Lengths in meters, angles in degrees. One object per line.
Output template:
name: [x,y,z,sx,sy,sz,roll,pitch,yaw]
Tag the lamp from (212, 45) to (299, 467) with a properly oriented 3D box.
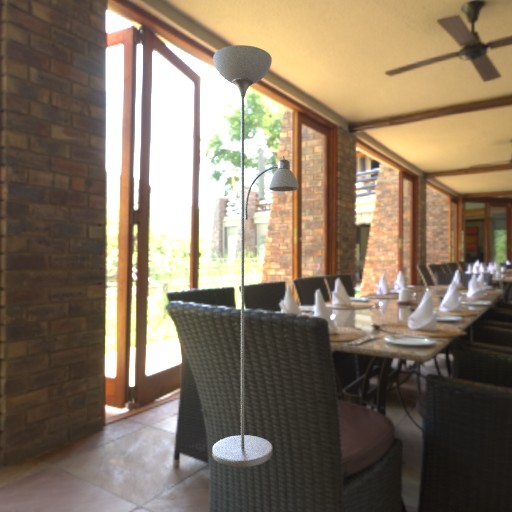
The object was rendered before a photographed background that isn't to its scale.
lamp: [0.000,0.000,1.982,0.425,1.804,0.279,0,0,37]
